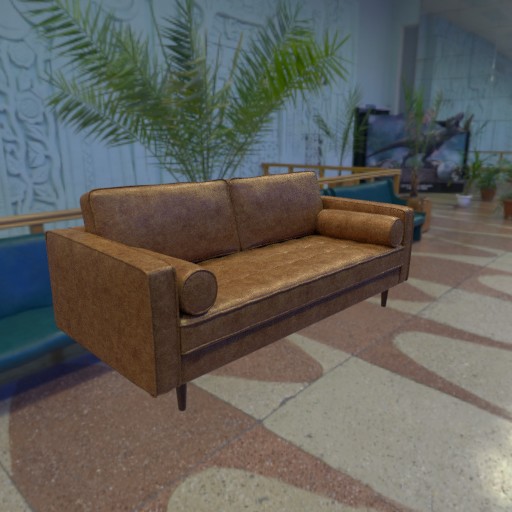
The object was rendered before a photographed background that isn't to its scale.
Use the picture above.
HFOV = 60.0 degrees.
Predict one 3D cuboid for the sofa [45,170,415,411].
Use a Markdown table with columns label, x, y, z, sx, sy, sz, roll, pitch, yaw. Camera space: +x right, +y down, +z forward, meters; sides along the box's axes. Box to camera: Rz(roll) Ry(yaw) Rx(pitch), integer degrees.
| label | x | y | z | sx | sy | sz | roll | pitch | yaw |
| --- | --- | --- | --- | --- | --- | --- | --- | --- | --- |
| sofa | 0.000 | 0.000 | 2.441 | 1.920 | 0.825 | 0.924 | -15 | 21 | -43 |
